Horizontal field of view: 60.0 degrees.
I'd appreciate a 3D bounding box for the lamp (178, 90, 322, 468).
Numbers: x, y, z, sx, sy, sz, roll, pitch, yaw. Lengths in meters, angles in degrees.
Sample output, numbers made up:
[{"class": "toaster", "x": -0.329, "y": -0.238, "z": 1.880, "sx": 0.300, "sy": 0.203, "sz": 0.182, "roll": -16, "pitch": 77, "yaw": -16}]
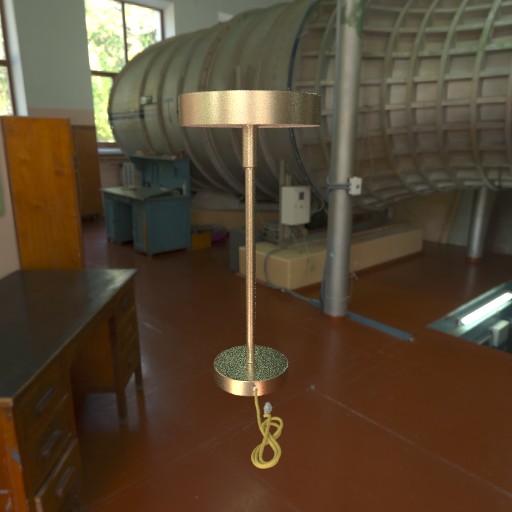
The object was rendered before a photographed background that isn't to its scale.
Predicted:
[{"class": "lamp", "x": 0.000, "y": 0.000, "z": 0.708, "sx": 0.229, "sy": 0.508, "sz": 0.369, "roll": -2, "pitch": 15, "yaw": -7}]
